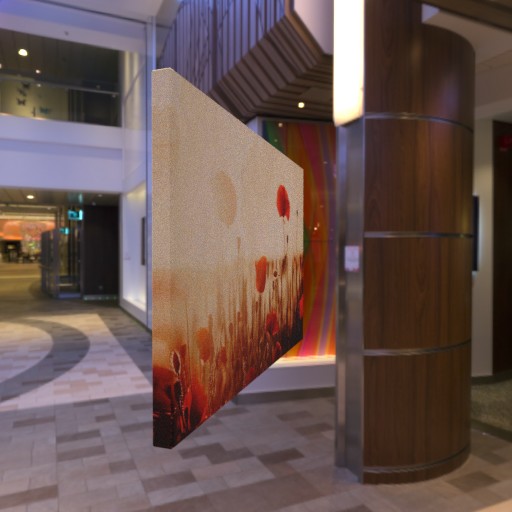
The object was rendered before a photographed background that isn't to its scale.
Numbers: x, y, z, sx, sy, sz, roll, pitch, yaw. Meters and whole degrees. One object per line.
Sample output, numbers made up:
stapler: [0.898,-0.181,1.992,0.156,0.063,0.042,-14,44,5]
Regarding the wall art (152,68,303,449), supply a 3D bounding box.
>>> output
wall art: [0.000,0.000,1.136,0.038,0.602,0.918,0,1,19]
